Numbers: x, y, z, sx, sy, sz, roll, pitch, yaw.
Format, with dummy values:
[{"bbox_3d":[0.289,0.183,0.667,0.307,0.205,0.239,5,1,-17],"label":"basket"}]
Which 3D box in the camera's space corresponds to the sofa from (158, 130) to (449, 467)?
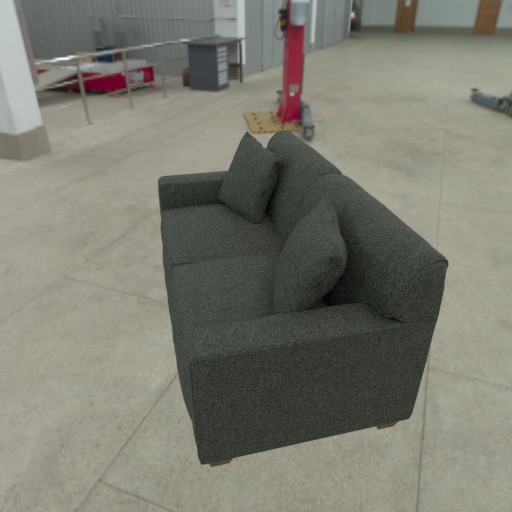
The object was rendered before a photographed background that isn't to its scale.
[{"bbox_3d":[0.000,0.000,2.429,0.998,0.958,1.846,-7,31,-12],"label":"sofa"}]
